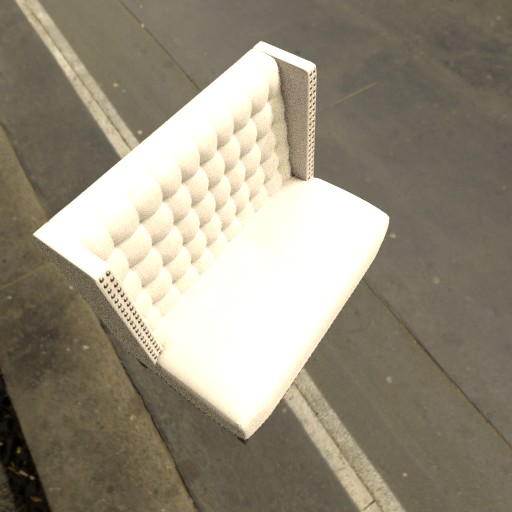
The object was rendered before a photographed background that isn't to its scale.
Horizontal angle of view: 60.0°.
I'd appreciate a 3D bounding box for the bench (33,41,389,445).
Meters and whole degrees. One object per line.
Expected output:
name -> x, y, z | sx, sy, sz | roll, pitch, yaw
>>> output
bench -> 0.000, 0.000, 2.000 | 0.847, 1.123, 1.280 | 31, 63, 18
